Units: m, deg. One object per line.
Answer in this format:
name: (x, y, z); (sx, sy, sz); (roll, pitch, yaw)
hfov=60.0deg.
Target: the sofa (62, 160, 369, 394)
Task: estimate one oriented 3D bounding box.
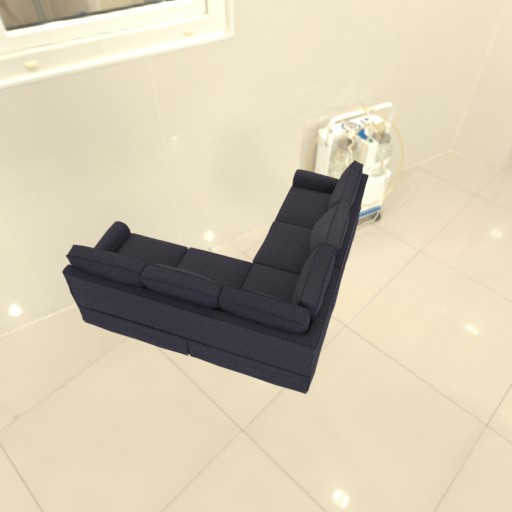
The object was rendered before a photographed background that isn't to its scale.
sofa: (0.000, 0.000, 5.116); (3.773, 1.169, 2.874); (-30, 54, -26)
